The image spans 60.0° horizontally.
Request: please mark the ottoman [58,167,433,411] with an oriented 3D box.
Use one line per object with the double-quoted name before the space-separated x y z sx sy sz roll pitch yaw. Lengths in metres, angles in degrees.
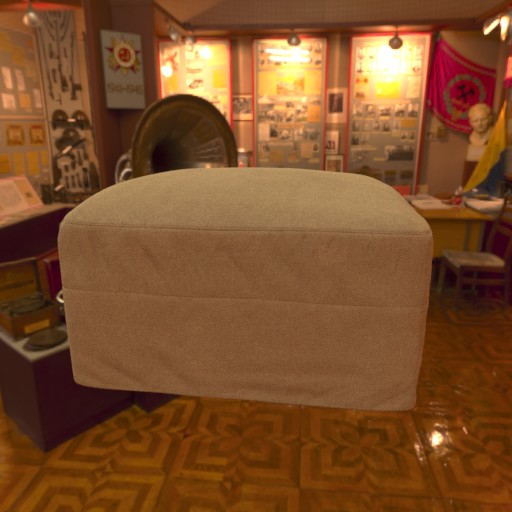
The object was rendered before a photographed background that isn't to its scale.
"ottoman" 0.000 0.000 1.240 0.837 0.481 0.683 2 17 8
